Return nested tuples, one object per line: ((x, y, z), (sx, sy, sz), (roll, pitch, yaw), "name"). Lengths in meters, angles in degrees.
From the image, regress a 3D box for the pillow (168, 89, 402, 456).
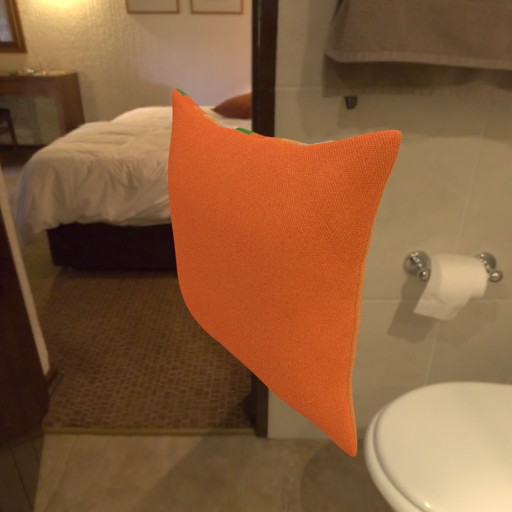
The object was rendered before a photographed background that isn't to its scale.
((0.000, 0.000, 0.676), (0.169, 0.444, 0.453), (-19, 32, -33), "pillow")
